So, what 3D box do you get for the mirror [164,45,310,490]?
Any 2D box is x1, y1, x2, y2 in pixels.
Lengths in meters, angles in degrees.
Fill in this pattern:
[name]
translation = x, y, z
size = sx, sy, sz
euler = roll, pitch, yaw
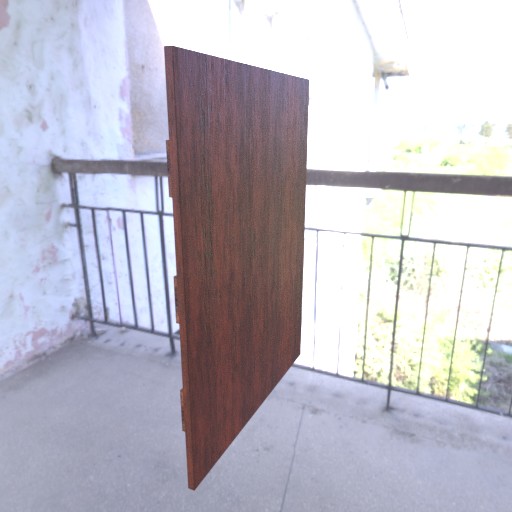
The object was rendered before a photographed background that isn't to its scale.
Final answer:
[mirror]
translation = 0.000, 0.000, 1.022
size = 0.021, 0.805, 0.600
euler = 8, 19, 25
